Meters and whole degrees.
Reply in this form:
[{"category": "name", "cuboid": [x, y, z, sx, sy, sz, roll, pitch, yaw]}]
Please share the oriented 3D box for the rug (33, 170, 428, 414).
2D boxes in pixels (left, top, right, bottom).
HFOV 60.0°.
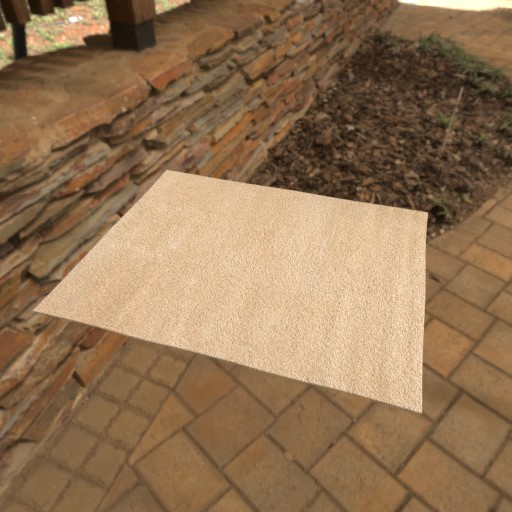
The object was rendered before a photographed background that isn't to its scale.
[{"category": "rug", "cuboid": [0.000, 0.000, 4.090, 3.000, 0.025, 2.400, 11, 41, 13]}]
